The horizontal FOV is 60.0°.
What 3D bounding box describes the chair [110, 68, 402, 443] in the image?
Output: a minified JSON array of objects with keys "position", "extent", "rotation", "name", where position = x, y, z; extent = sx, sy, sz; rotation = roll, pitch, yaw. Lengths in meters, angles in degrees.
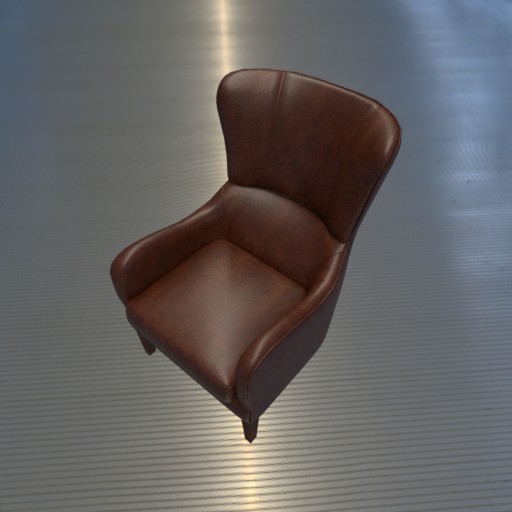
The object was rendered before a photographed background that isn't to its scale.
[{"position":[0.000,0.000,1.673],"extent":[0.692,1.048,0.914],"rotation":[32,54,26],"name":"chair"}]
